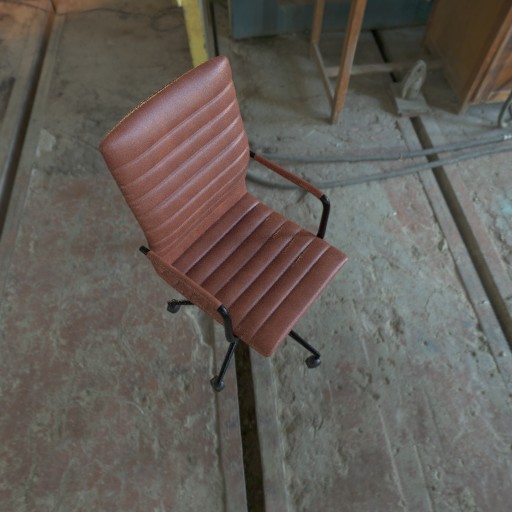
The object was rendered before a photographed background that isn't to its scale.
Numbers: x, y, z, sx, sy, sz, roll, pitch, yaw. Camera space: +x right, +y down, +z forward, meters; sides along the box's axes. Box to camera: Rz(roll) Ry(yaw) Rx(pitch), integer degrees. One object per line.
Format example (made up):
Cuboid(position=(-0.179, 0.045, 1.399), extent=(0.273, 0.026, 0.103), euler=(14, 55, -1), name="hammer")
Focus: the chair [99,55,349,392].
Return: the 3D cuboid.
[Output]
Cuboid(position=(0.000, 0.000, 1.293), extent=(0.578, 0.878, 0.600), euler=(34, 64, 19), name="chair")
